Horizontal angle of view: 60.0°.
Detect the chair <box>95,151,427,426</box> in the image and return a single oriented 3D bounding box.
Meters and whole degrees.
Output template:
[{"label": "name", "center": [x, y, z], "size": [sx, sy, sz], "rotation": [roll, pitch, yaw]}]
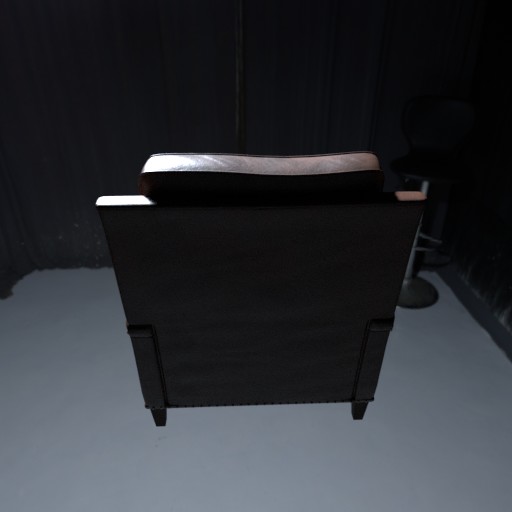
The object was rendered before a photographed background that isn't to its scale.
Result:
[{"label": "chair", "center": [0.000, 0.000, 1.785], "size": [0.854, 1.054, 1.035], "rotation": [-1, 30, -2]}]
